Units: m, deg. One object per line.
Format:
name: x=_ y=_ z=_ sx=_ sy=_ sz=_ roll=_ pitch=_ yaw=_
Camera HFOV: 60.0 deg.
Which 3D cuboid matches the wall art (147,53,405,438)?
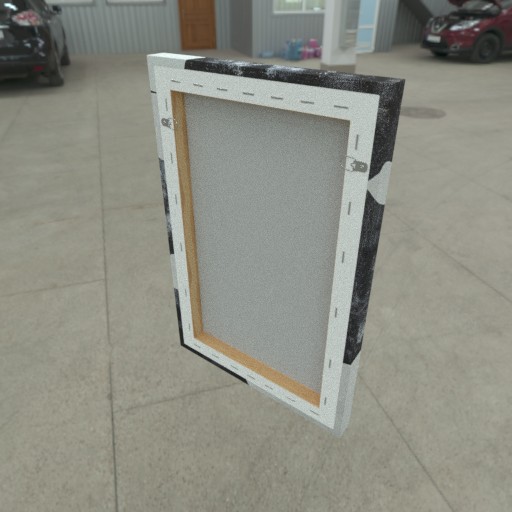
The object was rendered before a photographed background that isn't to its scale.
wall art: x=0.000 y=0.000 z=0.764 sx=0.407 sy=0.610 sz=0.039 roll=21 pitch=37 yaw=31
